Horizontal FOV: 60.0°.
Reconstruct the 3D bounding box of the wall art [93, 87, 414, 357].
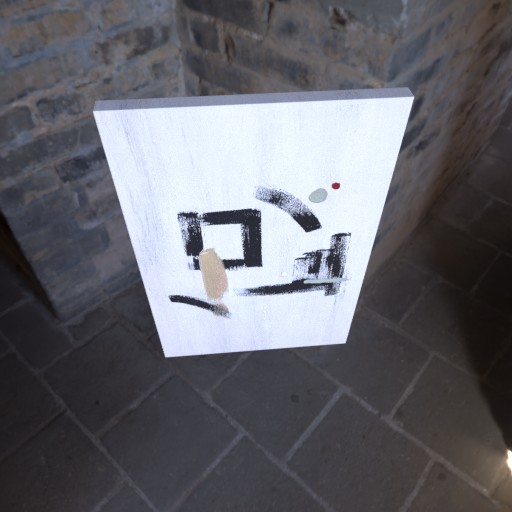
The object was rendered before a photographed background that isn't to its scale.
[{"bbox_3d":[0.000,0.000,1.207,0.624,0.914,0.043,-4,47,-3],"label":"wall art"}]
